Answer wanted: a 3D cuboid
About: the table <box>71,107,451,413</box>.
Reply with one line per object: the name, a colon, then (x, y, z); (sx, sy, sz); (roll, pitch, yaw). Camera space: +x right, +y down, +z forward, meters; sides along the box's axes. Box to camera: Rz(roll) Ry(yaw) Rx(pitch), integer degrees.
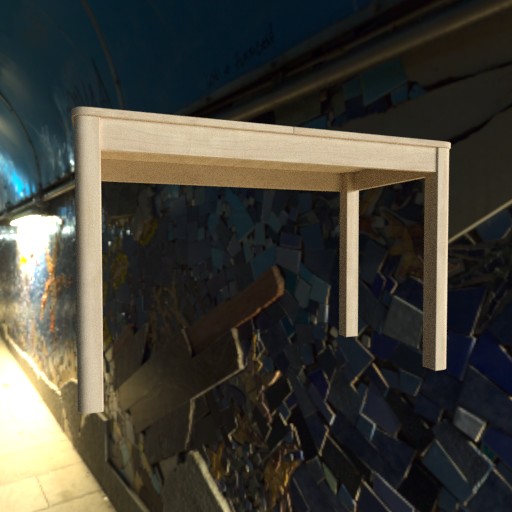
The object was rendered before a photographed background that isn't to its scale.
table: (0.000, 0.000, 1.871); (1.400, 0.900, 0.750); (-1, 2, -20)
